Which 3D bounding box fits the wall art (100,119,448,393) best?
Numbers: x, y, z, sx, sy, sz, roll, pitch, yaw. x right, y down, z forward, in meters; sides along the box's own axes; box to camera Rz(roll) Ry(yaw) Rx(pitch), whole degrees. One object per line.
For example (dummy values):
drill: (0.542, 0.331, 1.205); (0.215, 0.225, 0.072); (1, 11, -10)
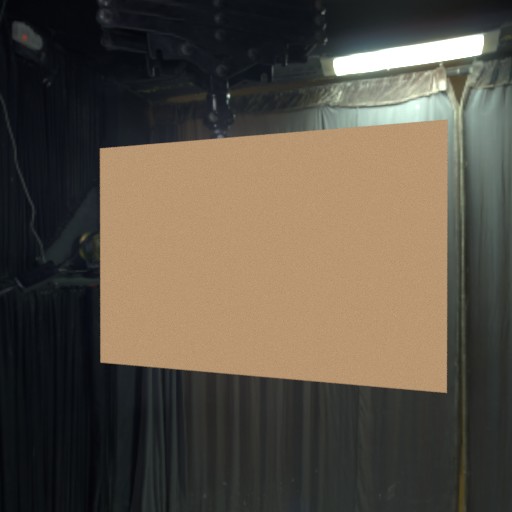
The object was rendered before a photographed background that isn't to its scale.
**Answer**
wall art: (0.000, 0.000, 0.770); (0.609, 0.407, 0.039); (0, 0, 18)
